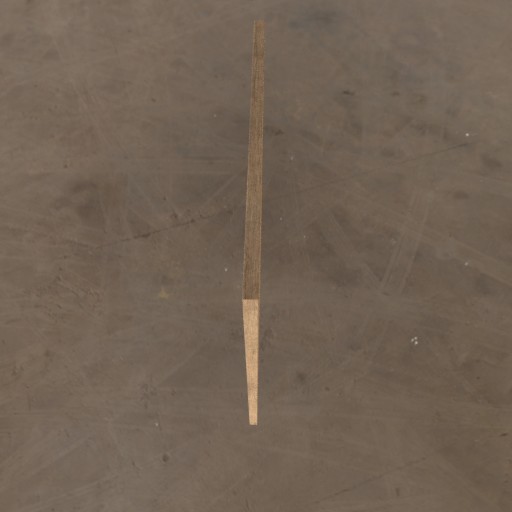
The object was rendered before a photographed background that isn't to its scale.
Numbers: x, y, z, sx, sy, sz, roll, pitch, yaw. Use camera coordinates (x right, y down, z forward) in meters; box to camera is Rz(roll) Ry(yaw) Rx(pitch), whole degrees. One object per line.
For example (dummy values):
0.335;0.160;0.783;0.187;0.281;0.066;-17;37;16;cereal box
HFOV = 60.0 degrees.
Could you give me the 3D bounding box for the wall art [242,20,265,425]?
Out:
0.000;0.000;0.917;0.018;0.686;0.534;1;58;1;wall art
